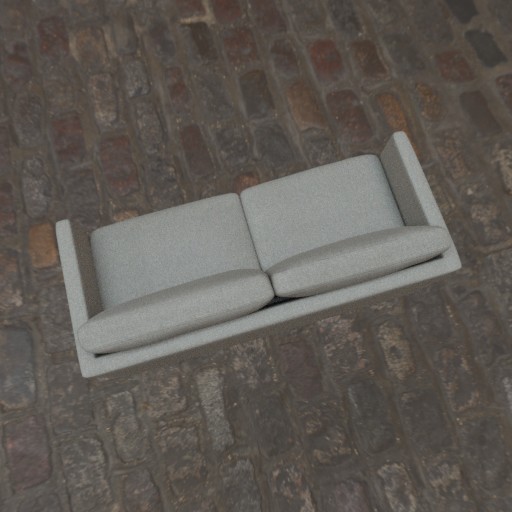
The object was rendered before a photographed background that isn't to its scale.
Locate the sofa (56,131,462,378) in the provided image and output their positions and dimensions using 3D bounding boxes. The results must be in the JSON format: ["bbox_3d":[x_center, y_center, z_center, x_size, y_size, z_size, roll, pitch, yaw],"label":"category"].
[{"bbox_3d":[0.000,0.000,2.806,2.208,0.963,0.956,-16,75,-4],"label":"sofa"}]
